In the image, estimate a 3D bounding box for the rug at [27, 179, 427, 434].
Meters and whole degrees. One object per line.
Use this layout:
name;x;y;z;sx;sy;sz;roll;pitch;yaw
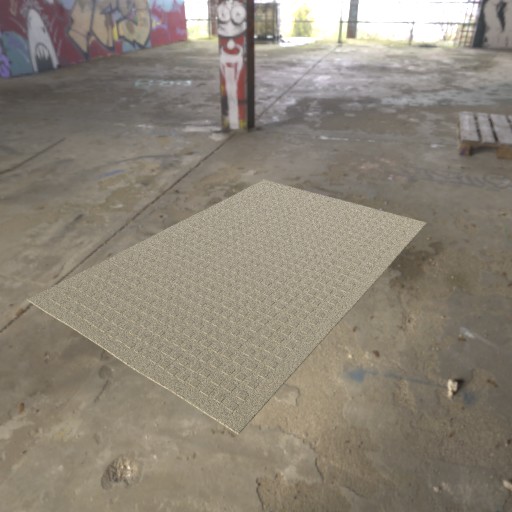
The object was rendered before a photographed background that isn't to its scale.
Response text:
rug;0.000;0.000;2.209;1.143;0.006;1.747;21;36;30
